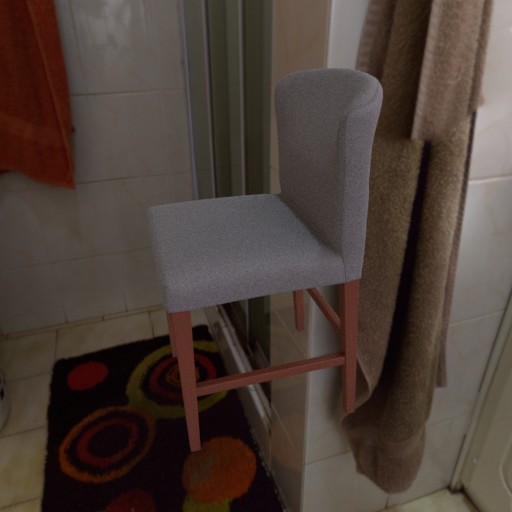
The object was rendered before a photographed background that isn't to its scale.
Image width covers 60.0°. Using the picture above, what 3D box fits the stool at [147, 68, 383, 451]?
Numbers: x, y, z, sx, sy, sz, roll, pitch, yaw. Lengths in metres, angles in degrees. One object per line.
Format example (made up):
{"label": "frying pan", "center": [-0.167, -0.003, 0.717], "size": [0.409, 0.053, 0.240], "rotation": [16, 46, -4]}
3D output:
{"label": "stool", "center": [0.000, 0.000, 1.269], "size": [0.568, 0.968, 0.481], "rotation": [-8, 31, -14]}
